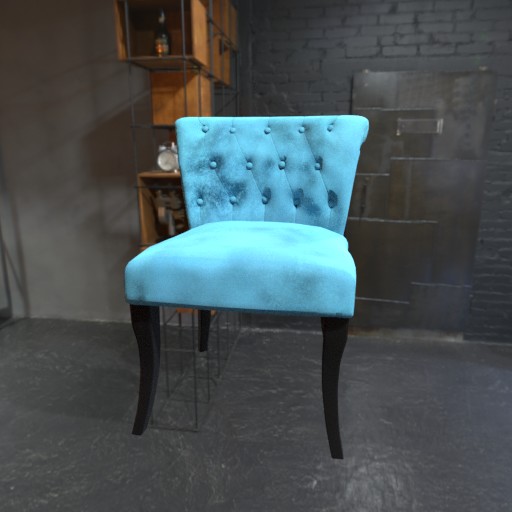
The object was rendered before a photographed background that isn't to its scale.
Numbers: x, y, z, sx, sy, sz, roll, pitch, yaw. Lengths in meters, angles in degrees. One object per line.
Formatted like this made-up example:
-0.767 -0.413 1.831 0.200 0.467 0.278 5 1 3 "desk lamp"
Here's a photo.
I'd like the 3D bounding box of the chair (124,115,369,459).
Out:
0.000 0.000 1.200 0.582 0.750 0.605 2 14 10 "chair"
